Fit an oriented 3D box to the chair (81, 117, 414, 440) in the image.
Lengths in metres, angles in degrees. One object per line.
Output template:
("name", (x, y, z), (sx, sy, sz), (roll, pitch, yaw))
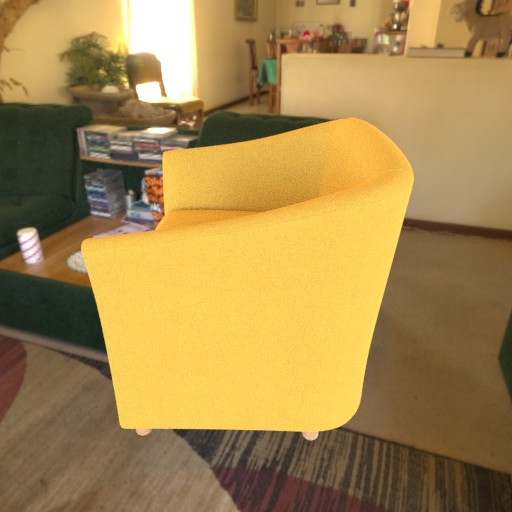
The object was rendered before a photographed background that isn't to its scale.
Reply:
("chair", (0.000, 0.000, 1.321), (0.700, 0.720, 0.790), (1, 27, 2))
